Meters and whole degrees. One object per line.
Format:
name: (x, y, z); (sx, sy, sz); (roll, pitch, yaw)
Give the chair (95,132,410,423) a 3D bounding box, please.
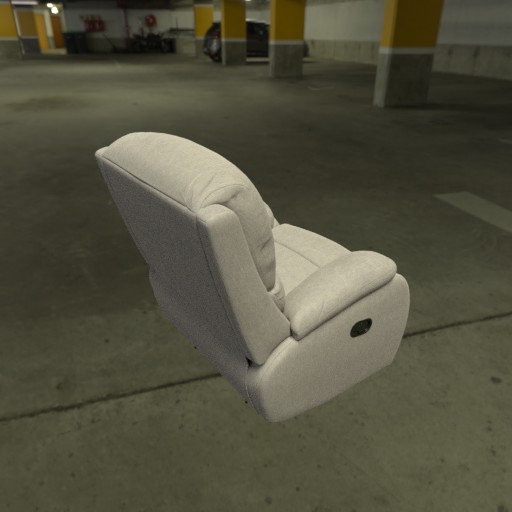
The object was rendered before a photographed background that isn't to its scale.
chair: (0.000, 0.000, 1.775); (0.899, 1.011, 0.930); (-18, 32, -31)
